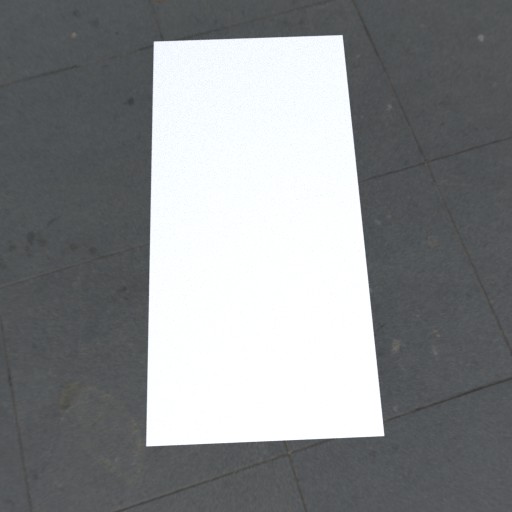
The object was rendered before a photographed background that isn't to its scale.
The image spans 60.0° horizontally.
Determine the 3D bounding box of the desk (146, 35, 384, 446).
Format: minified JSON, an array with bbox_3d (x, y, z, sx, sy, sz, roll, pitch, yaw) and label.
[{"bbox_3d":[0.000,0.000,1.415,0.497,0.762,0.990,-2,76,-1],"label":"desk"}]
